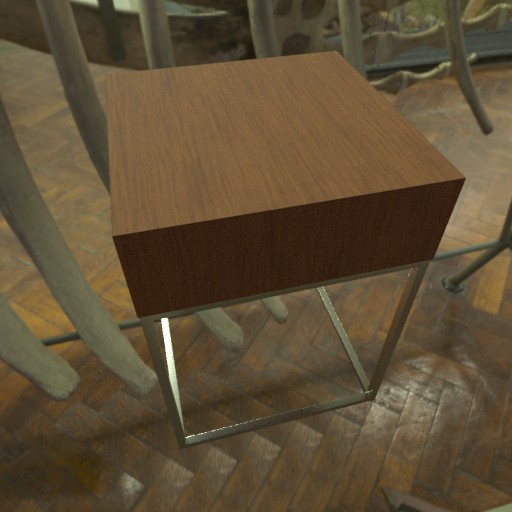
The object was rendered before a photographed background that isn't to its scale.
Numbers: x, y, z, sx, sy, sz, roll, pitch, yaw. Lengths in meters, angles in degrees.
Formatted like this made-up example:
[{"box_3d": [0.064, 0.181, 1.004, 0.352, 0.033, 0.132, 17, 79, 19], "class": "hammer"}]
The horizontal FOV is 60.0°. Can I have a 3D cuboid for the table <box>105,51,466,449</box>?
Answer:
[{"box_3d": [0.000, 0.000, 0.802, 0.398, 0.540, 0.397, -10, 46, -10], "class": "table"}]
